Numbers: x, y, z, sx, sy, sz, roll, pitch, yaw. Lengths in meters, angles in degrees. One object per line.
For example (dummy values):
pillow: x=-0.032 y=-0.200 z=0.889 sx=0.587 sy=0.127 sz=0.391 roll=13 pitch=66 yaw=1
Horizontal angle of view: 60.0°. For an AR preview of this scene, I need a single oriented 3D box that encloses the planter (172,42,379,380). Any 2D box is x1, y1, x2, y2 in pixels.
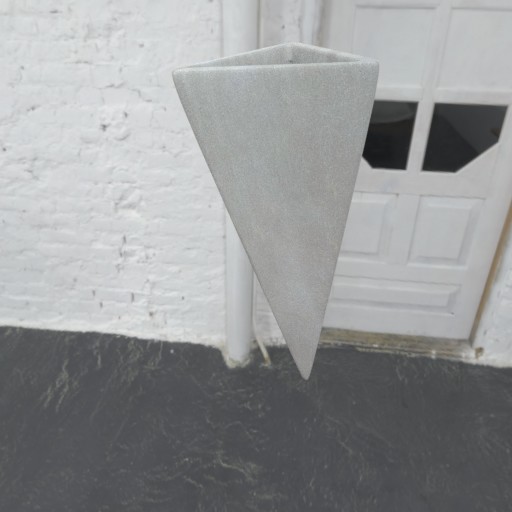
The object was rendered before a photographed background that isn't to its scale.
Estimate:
planter: x=0.000 y=0.000 z=0.154 sx=0.047 sy=0.130 sz=0.058 roll=-8 pitch=31 yaw=-14
